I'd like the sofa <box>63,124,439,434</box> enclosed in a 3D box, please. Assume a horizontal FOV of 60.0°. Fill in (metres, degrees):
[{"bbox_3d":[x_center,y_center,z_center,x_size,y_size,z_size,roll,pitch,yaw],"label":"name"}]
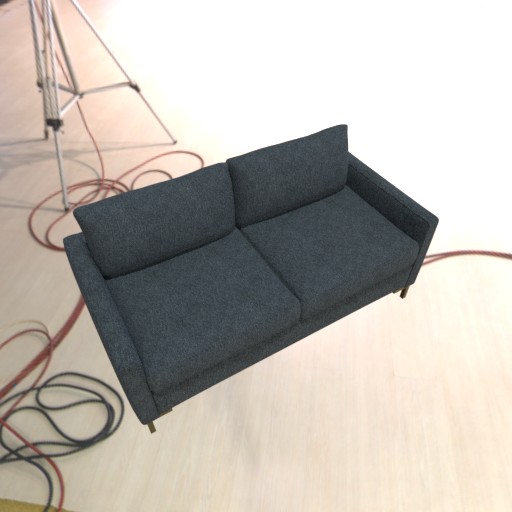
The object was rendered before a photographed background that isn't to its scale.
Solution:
[{"bbox_3d":[0.000,0.000,2.327,1.716,0.862,0.866,-23,50,-21],"label":"sofa"}]
